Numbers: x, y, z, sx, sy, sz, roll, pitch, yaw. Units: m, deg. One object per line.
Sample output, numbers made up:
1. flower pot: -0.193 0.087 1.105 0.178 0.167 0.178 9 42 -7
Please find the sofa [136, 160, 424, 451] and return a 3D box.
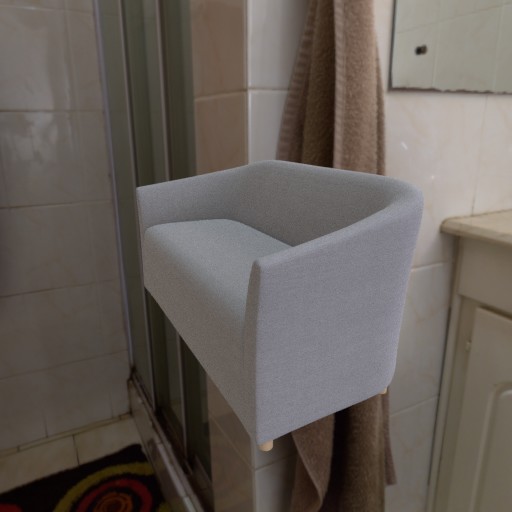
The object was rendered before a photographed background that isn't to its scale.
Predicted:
1. sofa: 0.000 0.000 1.881 0.705 0.721 1.452 -8 18 -25
